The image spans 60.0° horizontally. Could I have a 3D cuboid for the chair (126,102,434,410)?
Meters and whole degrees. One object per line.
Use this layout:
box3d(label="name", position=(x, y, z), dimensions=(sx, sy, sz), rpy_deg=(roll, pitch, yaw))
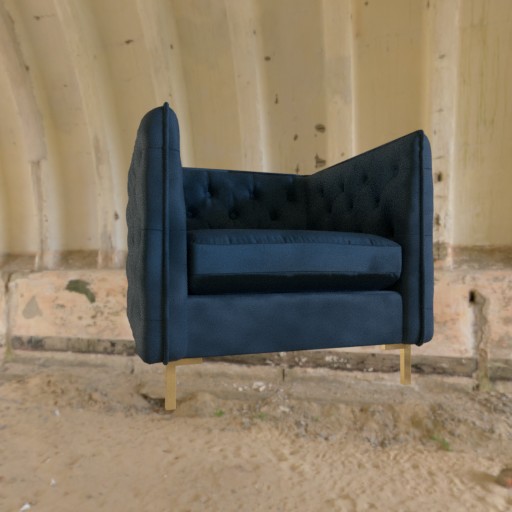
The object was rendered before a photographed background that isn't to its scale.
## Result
box3d(label="chair", position=(0.000, 0.000, 1.576), dimensions=(0.868, 0.771, 0.877), rpy_deg=(0, 0, -18))
